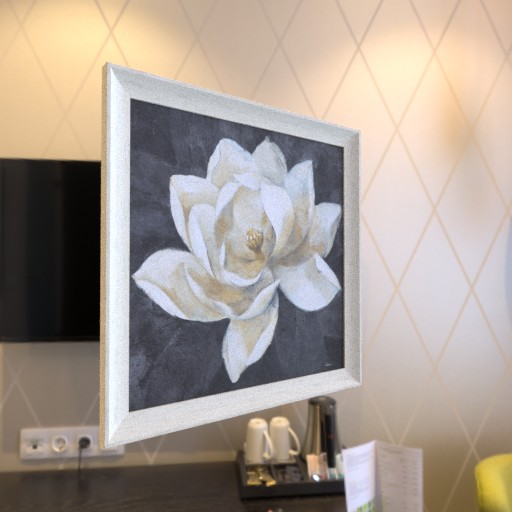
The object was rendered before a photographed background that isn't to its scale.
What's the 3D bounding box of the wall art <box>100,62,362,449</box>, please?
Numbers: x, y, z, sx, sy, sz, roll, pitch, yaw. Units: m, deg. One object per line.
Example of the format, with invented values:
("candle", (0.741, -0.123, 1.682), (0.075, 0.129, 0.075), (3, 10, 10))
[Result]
("wall art", (0.000, 0.000, 1.483), (1.016, 1.016, 0.045), (1, -1, -37))
